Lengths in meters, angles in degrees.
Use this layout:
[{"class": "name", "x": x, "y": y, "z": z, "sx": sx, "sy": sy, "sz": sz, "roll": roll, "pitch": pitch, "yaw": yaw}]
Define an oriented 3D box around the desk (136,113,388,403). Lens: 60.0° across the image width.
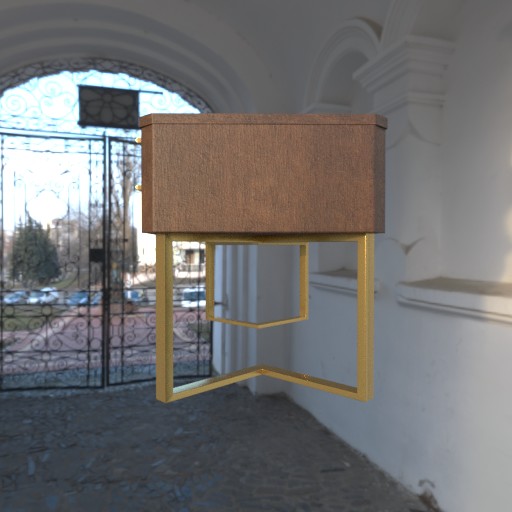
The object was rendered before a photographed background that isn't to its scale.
[{"class": "desk", "x": 0.000, "y": 0.000, "z": 1.890, "sx": 0.684, "sy": 0.762, "sz": 1.479, "roll": 0, "pitch": 1, "yaw": -1}]
